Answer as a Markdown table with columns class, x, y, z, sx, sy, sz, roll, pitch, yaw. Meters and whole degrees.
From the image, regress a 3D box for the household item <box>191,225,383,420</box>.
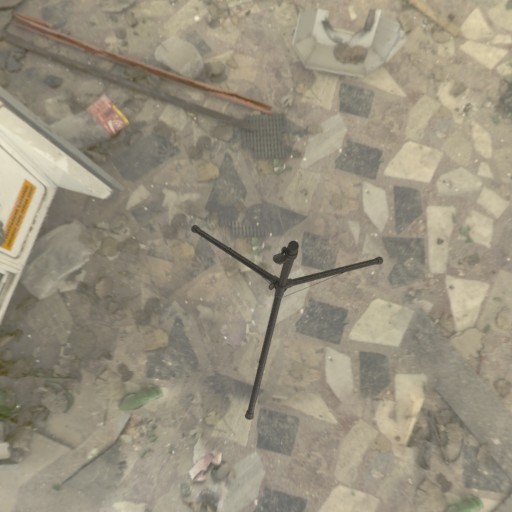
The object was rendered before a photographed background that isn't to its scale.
| class | x | y | z | sx | sy | sz | roll | pitch | yaw |
| --- | --- | --- | --- | --- | --- | --- | --- | --- | --- |
| household item | 0.000 | 0.000 | 2.708 | 1.339 | 1.595 | 1.596 | 42 | 79 | 10 |
